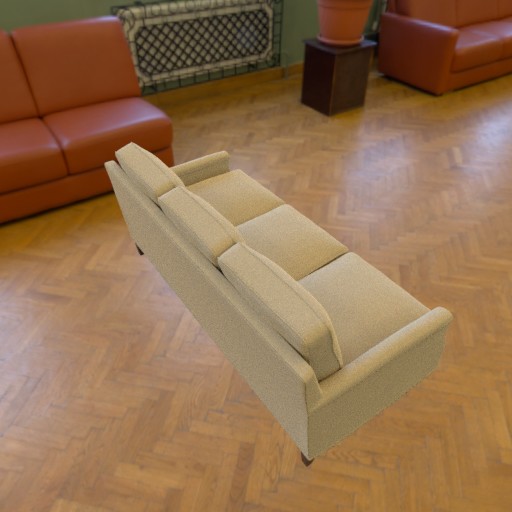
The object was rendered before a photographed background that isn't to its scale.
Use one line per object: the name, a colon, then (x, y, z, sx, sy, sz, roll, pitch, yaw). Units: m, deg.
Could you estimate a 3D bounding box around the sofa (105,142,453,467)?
sofa: (0.000, 0.000, 2.851, 1.084, 1.003, 2.246, -24, 46, -26)
